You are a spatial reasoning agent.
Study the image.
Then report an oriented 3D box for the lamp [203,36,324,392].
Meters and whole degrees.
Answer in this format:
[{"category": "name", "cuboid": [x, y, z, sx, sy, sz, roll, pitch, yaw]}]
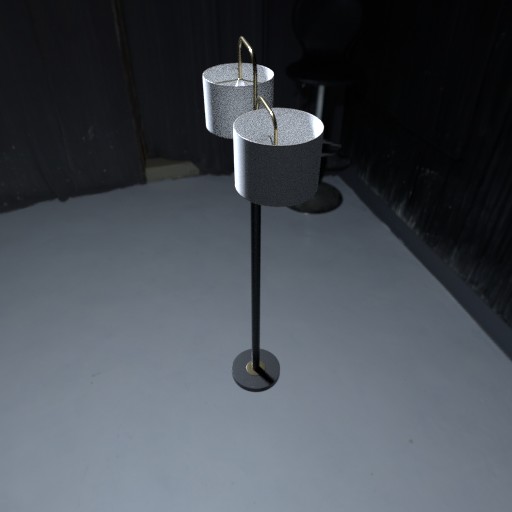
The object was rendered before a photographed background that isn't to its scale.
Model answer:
[{"category": "lamp", "cuboid": [0.000, 0.000, 1.833, 0.254, 1.587, 0.711, -10, 41, -12]}]
